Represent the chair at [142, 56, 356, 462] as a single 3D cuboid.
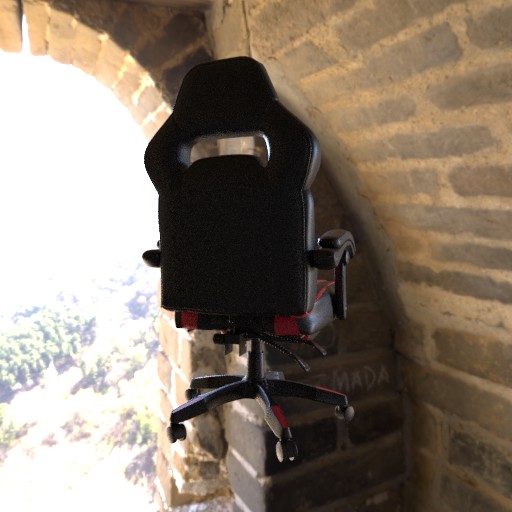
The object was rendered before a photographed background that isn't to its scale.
[{"bbox_3d":[0.000,0.000,1.666,0.700,1.220,0.700,0,0,20],"label":"chair"}]
